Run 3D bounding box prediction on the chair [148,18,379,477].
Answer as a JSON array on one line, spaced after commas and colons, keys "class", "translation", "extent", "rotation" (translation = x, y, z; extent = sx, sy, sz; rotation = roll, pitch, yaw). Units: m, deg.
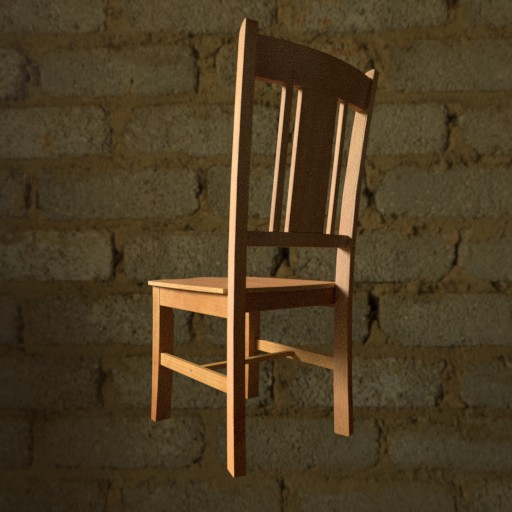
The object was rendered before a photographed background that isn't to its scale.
[{"class": "chair", "translation": [0.000, 0.000, 1.265], "extent": [0.450, 0.998, 0.556], "rotation": [0, 0, -38]}]
